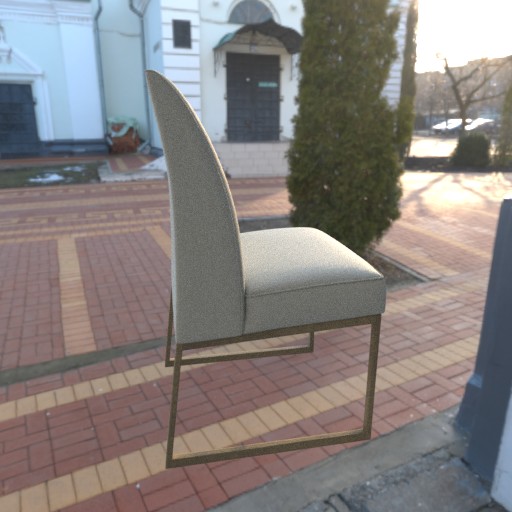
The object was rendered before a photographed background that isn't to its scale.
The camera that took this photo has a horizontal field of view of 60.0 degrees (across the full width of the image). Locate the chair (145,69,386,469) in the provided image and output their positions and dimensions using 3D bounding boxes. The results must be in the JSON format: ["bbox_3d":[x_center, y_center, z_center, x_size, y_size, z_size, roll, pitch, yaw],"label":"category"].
[{"bbox_3d":[0.000,0.000,1.175,0.522,0.863,0.508,-3,17,-11],"label":"chair"}]
